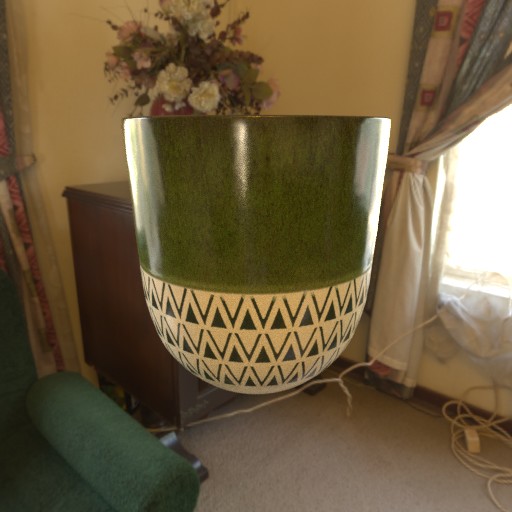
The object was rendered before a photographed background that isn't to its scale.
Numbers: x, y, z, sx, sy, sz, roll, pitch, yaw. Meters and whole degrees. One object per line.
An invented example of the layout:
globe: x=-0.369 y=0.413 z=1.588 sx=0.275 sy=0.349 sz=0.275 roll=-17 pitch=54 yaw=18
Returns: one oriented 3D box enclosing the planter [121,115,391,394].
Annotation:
planter: x=0.000 y=0.000 z=0.456 sx=0.245 sy=0.270 sz=0.245 roll=0 pitch=16 yaw=0
